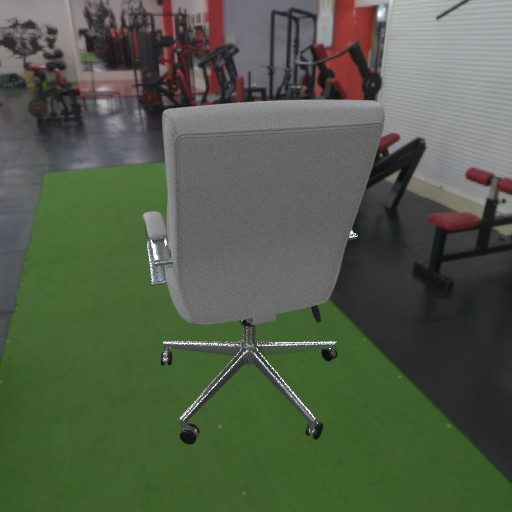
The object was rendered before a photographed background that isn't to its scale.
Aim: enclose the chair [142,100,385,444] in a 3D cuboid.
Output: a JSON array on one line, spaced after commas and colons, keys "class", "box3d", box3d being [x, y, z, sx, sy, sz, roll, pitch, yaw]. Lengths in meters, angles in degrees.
[{"class": "chair", "box3d": [0.000, 0.000, 1.563, 0.727, 1.099, 0.745, -8, 27, -16]}]
